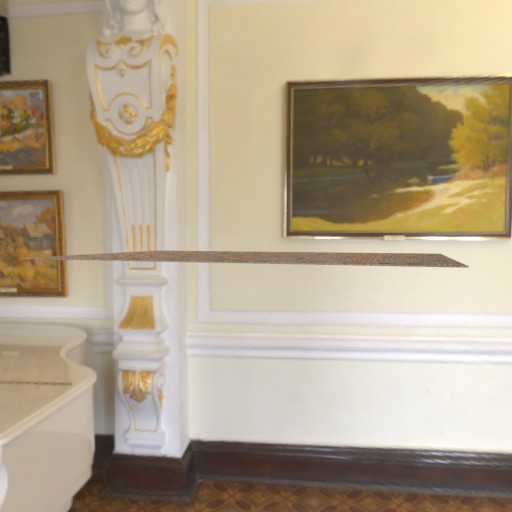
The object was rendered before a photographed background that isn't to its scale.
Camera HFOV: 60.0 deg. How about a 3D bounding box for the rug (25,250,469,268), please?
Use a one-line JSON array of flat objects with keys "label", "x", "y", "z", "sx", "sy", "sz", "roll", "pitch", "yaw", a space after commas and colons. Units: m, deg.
[{"label": "rug", "x": 0.000, "y": 0.000, "z": 3.002, "sx": 2.427, "sy": 0.007, "sz": 1.515, "roll": 1, "pitch": 3, "yaw": 18}]
